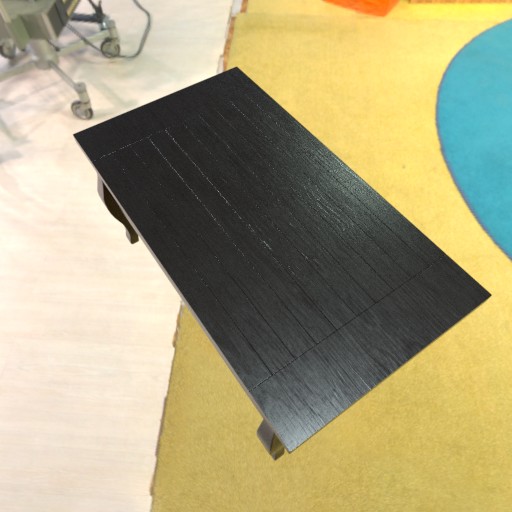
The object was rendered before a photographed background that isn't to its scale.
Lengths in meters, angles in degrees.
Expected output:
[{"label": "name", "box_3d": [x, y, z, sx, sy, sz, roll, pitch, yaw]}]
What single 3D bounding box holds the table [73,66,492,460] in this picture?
[{"label": "table", "box_3d": [0.000, 0.000, 1.372, 0.600, 0.494, 1.062, -30, 62, -18]}]
